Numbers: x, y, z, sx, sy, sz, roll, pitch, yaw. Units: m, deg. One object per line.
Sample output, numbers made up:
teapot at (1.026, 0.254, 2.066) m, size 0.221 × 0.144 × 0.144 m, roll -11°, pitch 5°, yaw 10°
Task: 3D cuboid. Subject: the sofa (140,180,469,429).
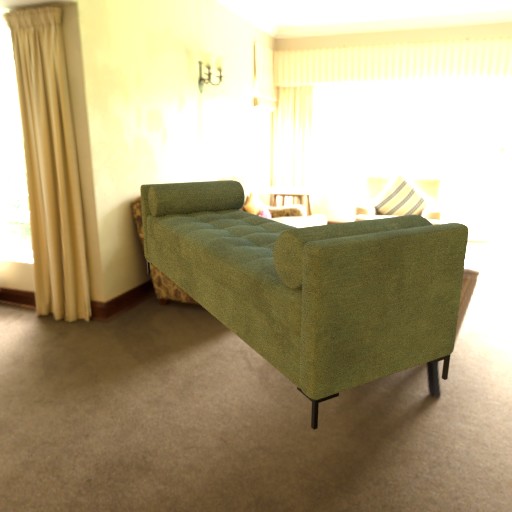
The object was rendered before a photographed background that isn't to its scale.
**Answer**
sofa at (0.000, 0.000, 2.355) m, size 0.686 × 0.635 × 1.981 m, roll -8°, pitch 17°, yaw -28°
